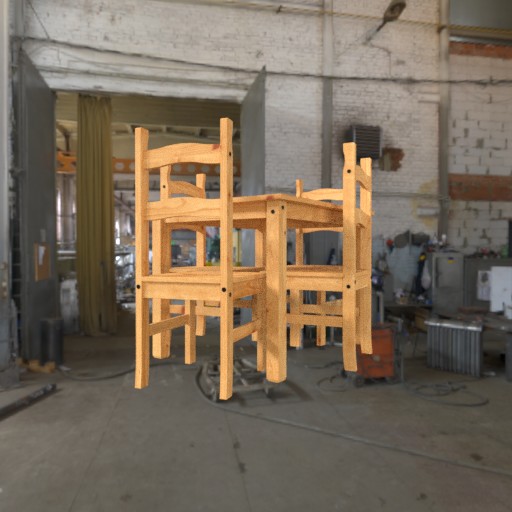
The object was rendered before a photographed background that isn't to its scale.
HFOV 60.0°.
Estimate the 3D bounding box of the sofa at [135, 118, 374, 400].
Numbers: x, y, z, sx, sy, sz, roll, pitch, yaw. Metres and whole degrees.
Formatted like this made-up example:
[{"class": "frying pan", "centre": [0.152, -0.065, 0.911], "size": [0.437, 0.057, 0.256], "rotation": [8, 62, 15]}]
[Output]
[{"class": "sofa", "centre": [0.000, 0.000, 2.304], "size": [1.144, 1.000, 1.529], "rotation": [1, 1, 35]}]
